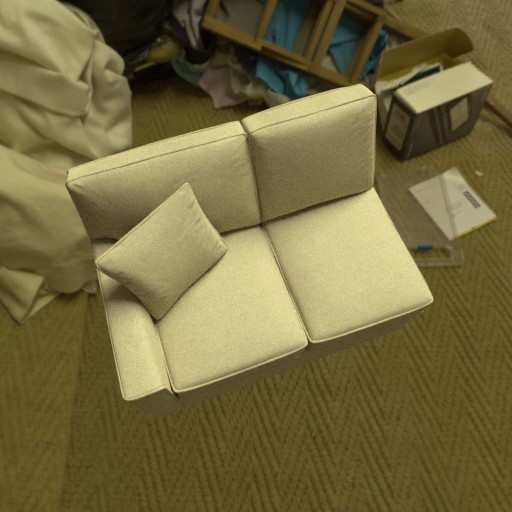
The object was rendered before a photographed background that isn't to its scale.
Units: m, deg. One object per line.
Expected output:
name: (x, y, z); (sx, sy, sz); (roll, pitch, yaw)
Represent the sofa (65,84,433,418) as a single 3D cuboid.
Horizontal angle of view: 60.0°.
sofa: (0.000, 0.000, 2.080); (1.388, 0.989, 0.991); (-18, 65, -9)
